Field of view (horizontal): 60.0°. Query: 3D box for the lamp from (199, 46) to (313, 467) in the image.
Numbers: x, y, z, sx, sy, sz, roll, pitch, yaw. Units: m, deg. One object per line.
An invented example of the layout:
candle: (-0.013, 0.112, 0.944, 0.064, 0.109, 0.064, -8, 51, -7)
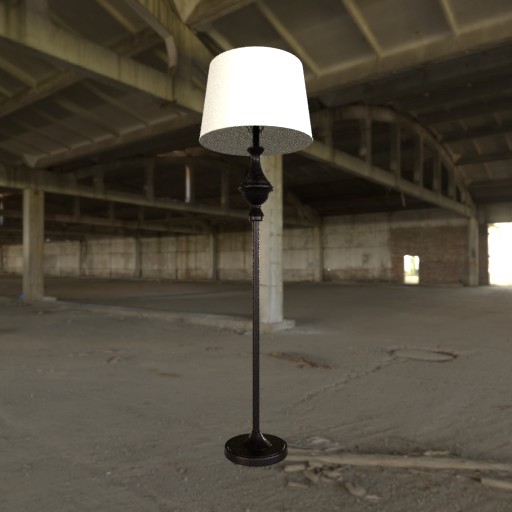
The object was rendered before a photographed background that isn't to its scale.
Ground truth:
lamp: (0.000, 0.000, 1.686, 0.431, 1.484, 0.431, 0, -1, 0)
